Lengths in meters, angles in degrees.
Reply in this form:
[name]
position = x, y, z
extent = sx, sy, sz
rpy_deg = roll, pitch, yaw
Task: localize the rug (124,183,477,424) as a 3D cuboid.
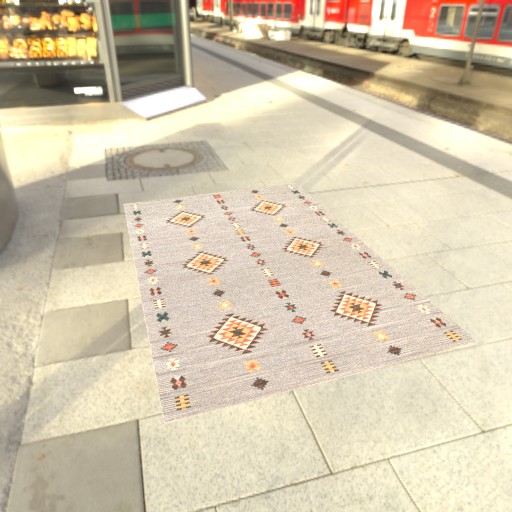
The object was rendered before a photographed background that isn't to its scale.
[rug]
position = 0.000, 0.000, 2.313
extent = 1.217, 0.005, 1.818
rpy_deg = -10, 31, -16
